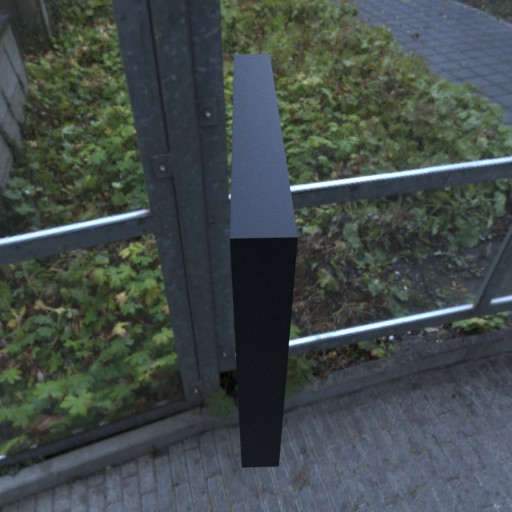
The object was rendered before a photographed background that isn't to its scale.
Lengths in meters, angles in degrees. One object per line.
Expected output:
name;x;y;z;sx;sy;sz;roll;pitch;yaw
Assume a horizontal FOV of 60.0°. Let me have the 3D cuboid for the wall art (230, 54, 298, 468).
wall art;0.000;0.000;0.461;0.038;0.304;0.305;-1;42;-1
